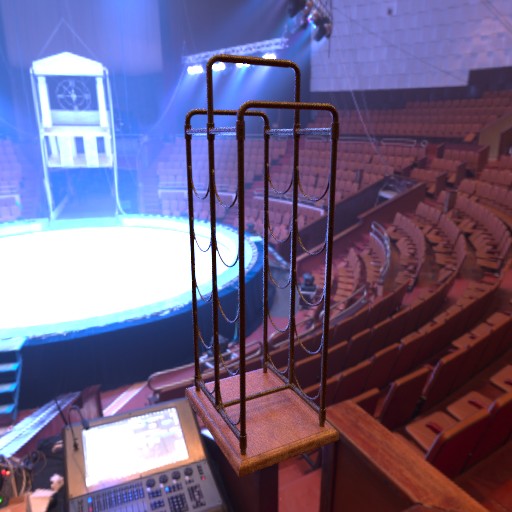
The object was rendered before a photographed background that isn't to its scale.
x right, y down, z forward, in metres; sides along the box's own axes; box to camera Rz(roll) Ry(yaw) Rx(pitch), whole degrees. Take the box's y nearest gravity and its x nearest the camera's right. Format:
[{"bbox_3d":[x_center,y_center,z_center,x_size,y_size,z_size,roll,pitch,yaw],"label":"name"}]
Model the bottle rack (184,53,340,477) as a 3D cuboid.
[{"bbox_3d":[0.000,0.000,0.819,0.208,0.680,0.276,-8,17,-27],"label":"bottle rack"}]
